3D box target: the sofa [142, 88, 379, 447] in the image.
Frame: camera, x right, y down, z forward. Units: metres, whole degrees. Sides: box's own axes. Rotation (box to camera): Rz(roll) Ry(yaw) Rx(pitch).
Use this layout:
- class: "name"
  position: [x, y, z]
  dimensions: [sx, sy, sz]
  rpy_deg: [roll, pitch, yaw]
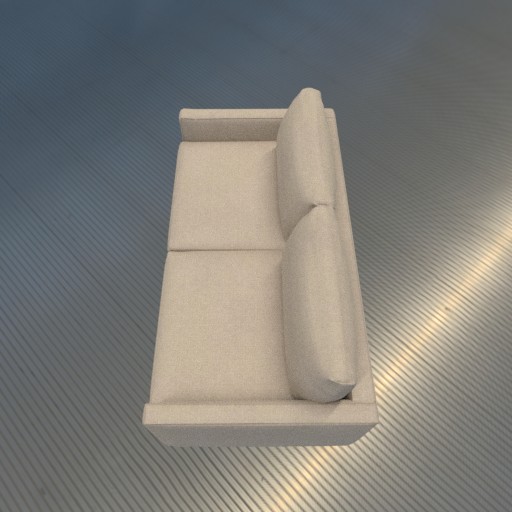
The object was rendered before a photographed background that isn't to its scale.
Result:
- class: "sofa"
  position: [0.000, 0.000, 2.171]
  dimensions: [0.875, 0.840, 1.682]
  rpy_deg: [0, 59, 0]
